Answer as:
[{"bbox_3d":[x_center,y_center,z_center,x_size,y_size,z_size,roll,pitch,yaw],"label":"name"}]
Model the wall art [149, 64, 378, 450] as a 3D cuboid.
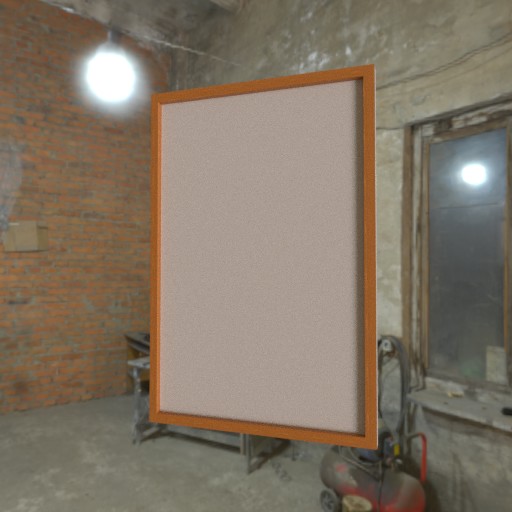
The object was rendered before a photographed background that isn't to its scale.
[{"bbox_3d":[0.000,0.000,1.162,0.610,0.916,0.037,0,-1,18],"label":"wall art"}]
